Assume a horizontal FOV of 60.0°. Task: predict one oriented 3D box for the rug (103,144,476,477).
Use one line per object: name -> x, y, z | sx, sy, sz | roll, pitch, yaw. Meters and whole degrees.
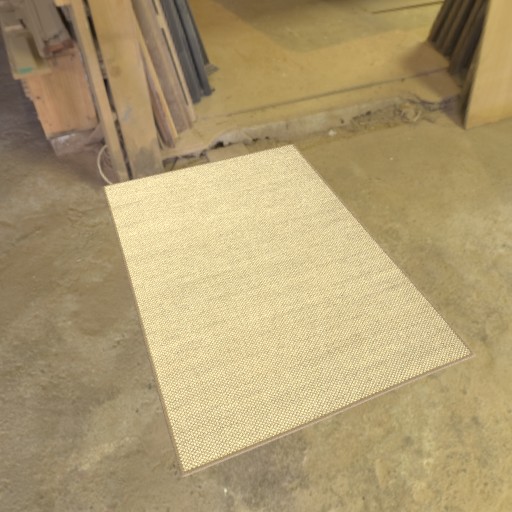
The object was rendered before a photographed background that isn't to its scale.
rug -> 0.000, 0.000, 2.684 | 1.517, 0.013, 2.115 | -16, 48, -15
